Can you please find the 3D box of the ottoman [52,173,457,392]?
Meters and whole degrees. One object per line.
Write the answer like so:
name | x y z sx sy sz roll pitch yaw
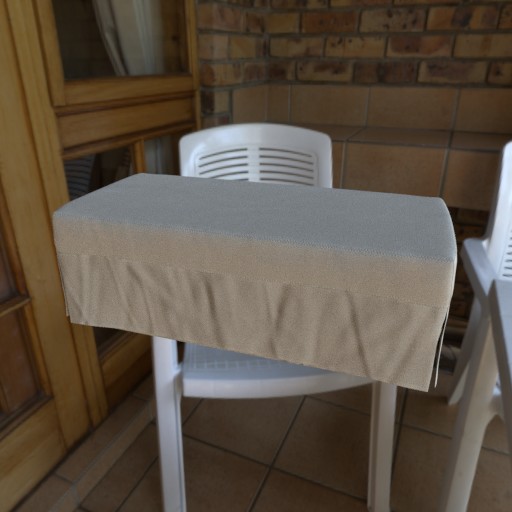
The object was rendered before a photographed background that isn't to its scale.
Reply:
ottoman | 0.000 0.000 1.731 1.388 0.457 0.665 7 25 16
